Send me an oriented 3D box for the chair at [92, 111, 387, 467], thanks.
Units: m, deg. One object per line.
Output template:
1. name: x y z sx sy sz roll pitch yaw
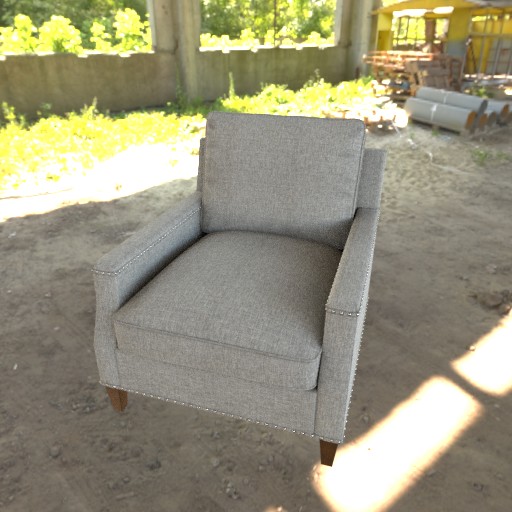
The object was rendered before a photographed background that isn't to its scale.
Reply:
1. chair: 0.000 0.000 1.695 0.853 0.943 1.014 8 27 16
